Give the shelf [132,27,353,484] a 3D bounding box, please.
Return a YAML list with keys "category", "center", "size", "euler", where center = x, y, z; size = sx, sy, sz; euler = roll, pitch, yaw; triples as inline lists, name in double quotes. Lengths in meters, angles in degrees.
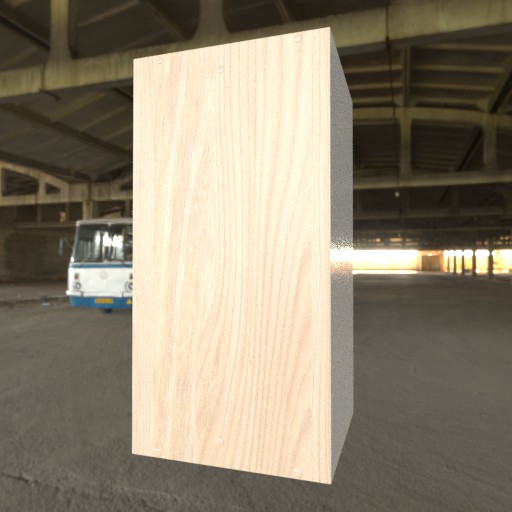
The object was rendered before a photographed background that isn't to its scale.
- category: "shelf"
  center: [0.000, 0.000, 0.758]
  size: [0.297, 0.594, 0.290]
  euler: [0, -1, 18]
